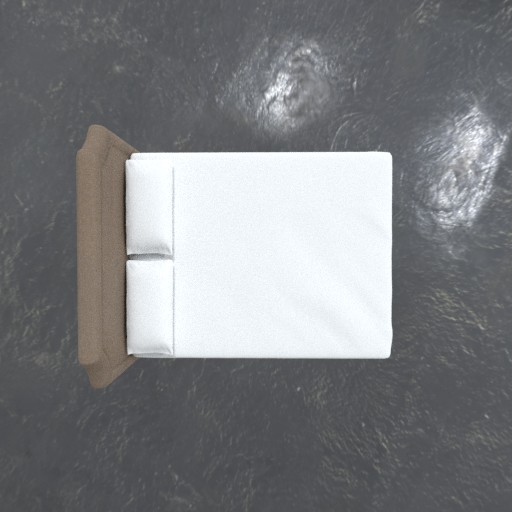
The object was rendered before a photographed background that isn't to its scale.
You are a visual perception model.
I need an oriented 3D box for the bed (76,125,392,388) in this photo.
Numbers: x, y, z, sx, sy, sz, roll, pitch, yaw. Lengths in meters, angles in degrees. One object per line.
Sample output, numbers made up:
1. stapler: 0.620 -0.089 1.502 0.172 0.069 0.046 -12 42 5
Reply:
1. bed: 0.000 0.000 3.239 2.116 1.290 1.693 0 91 1
